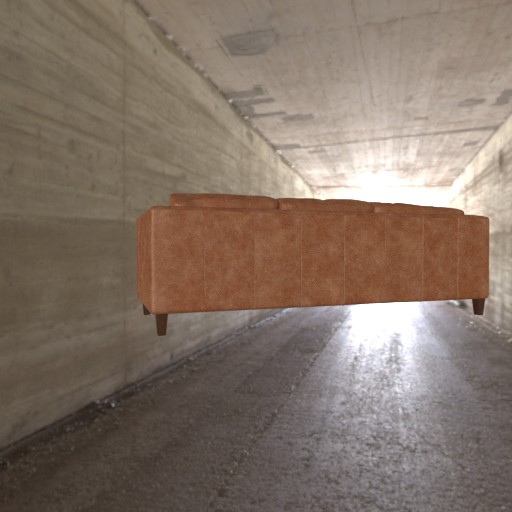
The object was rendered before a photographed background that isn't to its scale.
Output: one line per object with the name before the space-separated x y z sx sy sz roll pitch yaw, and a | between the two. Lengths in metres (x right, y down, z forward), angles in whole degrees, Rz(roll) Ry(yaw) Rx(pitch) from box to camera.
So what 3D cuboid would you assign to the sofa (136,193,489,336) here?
sofa | 0.000 0.000 4.425 2.430 0.832 3.401 0 1 -19
